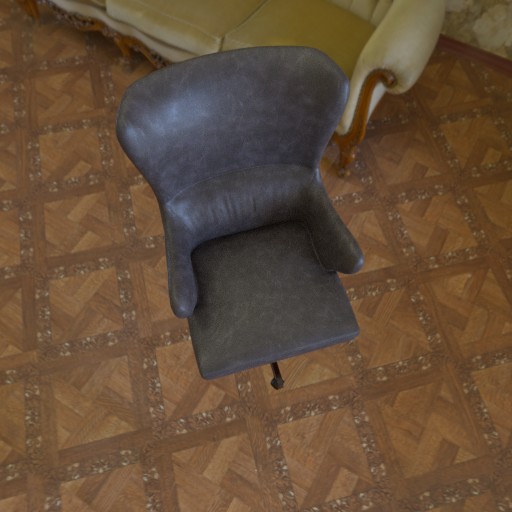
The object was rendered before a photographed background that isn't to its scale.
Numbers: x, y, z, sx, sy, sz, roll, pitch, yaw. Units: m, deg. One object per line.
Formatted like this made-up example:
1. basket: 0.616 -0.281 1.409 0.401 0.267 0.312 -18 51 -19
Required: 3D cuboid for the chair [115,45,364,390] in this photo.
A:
1. chair: 0.000 0.000 1.443 0.594 1.037 0.717 -14 65 -7
